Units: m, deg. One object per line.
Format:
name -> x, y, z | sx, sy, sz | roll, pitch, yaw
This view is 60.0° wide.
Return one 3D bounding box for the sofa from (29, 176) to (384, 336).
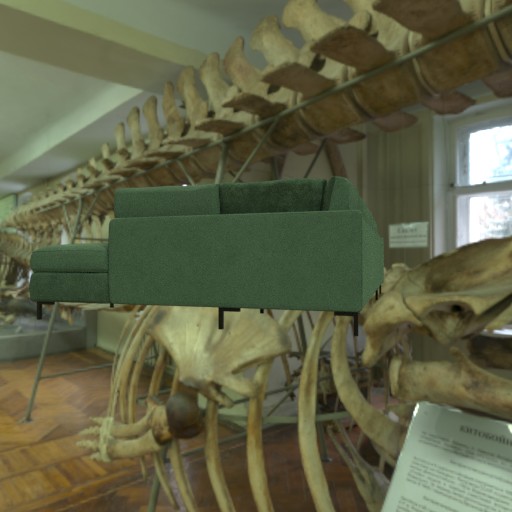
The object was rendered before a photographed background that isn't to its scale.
sofa -> 0.000, 0.000, 3.218 | 1.707, 0.687, 2.486 | 0, -1, 18
